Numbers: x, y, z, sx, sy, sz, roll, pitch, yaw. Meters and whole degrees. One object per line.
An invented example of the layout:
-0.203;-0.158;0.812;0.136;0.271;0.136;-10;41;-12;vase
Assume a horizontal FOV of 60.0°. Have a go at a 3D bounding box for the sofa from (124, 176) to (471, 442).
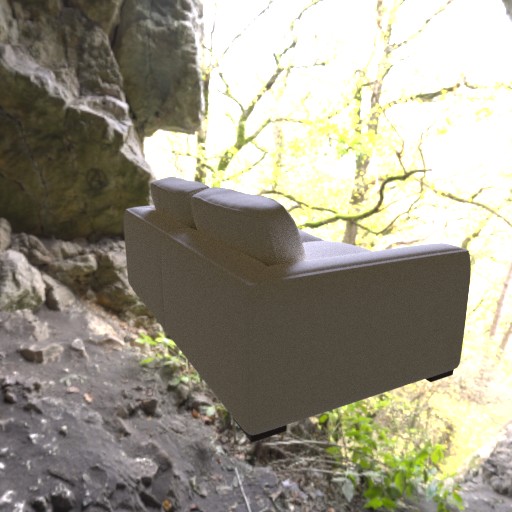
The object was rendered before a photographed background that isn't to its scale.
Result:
0.000;0.000;2.437;1.069;0.801;1.920;-7;16;-26;sofa
